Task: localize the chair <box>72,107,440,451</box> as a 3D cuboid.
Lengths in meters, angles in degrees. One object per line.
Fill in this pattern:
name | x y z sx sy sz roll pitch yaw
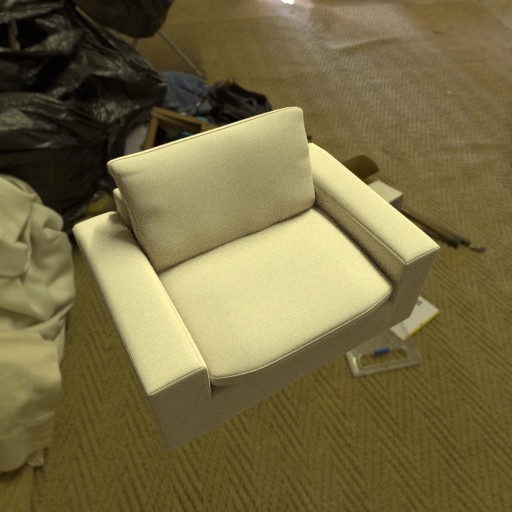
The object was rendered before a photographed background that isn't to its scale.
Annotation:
chair | 0.000 0.000 2.080 1.398 0.915 1.039 -23 51 -20
